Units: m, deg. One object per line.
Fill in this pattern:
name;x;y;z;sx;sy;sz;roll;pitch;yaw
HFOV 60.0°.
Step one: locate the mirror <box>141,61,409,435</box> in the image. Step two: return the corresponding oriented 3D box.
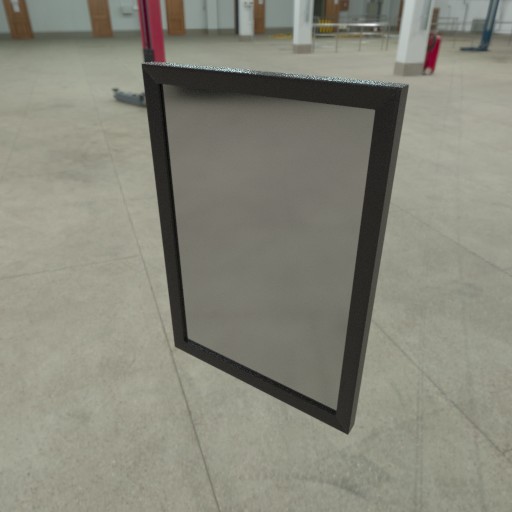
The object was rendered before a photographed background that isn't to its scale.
mirror;0.000;0.000;0.919;0.507;0.710;0.040;18;34;29
